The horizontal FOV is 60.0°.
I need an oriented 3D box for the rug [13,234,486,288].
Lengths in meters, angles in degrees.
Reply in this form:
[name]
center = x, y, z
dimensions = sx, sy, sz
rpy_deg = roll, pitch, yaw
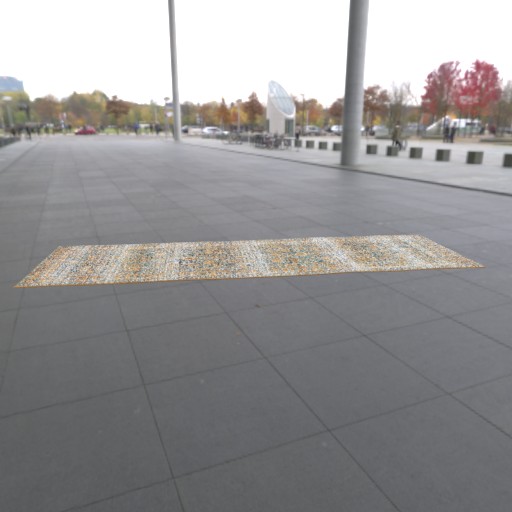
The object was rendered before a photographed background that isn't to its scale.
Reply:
[rug]
center = 0.000, 0.000, 2.465
dimensions = 2.294, 0.014, 0.704
rpy_deg = -2, 17, -7
